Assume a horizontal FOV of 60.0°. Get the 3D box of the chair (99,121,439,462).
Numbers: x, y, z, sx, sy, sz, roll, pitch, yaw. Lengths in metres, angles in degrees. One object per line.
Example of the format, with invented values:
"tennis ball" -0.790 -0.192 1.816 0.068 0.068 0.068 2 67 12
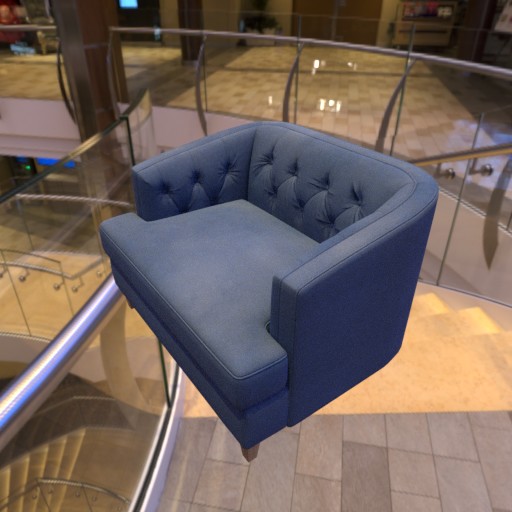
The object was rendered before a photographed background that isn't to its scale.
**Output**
"chair" 0.000 0.000 1.786 0.914 0.787 1.118 -21 37 -30
